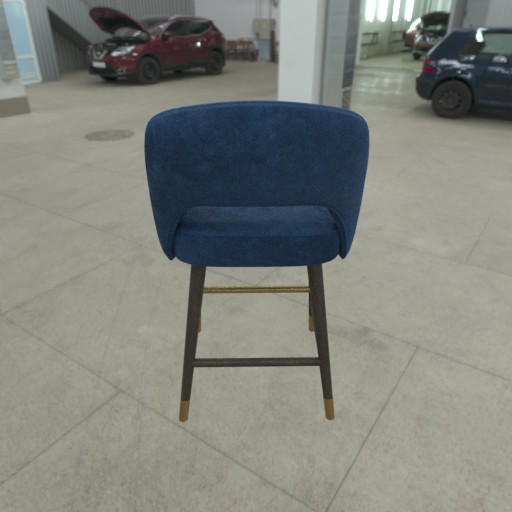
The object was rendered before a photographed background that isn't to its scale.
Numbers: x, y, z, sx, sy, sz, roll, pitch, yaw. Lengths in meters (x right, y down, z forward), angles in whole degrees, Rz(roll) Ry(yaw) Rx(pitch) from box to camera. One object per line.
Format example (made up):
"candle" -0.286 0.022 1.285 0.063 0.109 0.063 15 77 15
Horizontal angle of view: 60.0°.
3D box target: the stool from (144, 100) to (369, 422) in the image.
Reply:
"stool" 0.000 0.000 1.268 0.536 0.925 0.524 0 28 -1
